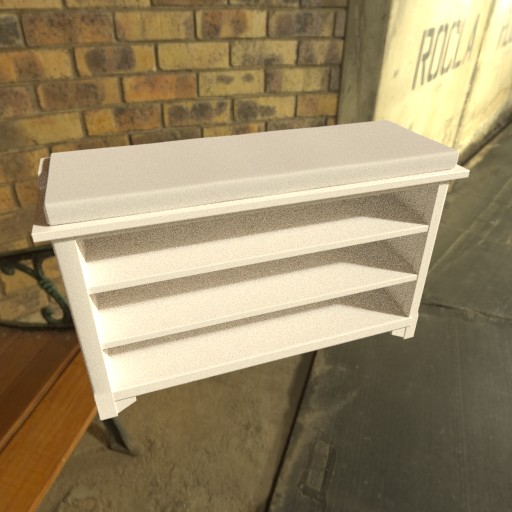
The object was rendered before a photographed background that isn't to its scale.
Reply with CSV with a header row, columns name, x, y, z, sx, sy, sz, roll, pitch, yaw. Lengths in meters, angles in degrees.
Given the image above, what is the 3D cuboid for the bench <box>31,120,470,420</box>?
name,x,y,z,sx,sy,sz,roll,pitch,yaw
bench,0.000,0.000,1.212,0.987,0.589,0.346,-10,33,-16
